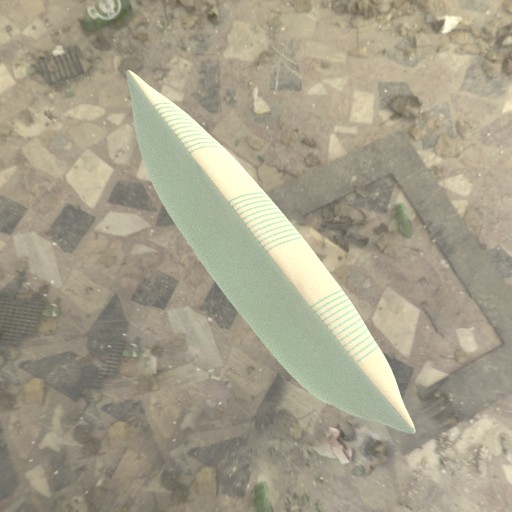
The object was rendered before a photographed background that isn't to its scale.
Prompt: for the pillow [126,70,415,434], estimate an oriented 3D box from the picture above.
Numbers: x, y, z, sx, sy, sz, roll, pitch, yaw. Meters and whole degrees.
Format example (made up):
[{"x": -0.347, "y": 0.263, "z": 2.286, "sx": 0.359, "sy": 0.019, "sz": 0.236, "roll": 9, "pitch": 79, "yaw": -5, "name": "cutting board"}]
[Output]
[{"x": 0.000, "y": 0.000, "z": 0.703, "sx": 0.151, "sy": 0.287, "sz": 0.610, "roll": -36, "pitch": 78, "yaw": -9, "name": "pillow"}]
